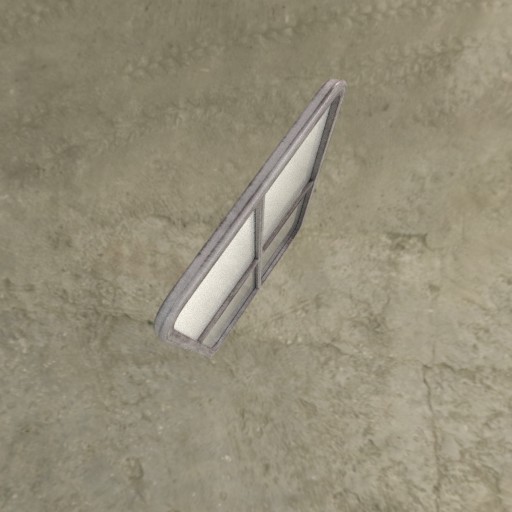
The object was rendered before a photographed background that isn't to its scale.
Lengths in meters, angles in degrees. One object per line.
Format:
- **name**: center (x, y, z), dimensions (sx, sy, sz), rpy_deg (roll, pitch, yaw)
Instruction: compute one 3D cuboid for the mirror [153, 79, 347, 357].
- **mirror**: center (0.000, 0.000, 0.920), dimensions (0.024, 0.713, 0.461), rpy_deg (33, 78, 8)
